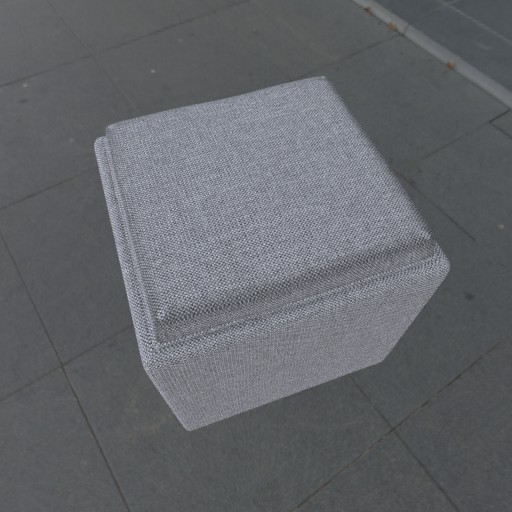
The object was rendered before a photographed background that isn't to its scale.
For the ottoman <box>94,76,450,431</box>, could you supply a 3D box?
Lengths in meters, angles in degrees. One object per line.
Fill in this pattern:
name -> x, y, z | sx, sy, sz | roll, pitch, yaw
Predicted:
ottoman -> 0.000, 0.000, 0.850 | 0.454, 0.487, 0.436 | -17, 60, -10
